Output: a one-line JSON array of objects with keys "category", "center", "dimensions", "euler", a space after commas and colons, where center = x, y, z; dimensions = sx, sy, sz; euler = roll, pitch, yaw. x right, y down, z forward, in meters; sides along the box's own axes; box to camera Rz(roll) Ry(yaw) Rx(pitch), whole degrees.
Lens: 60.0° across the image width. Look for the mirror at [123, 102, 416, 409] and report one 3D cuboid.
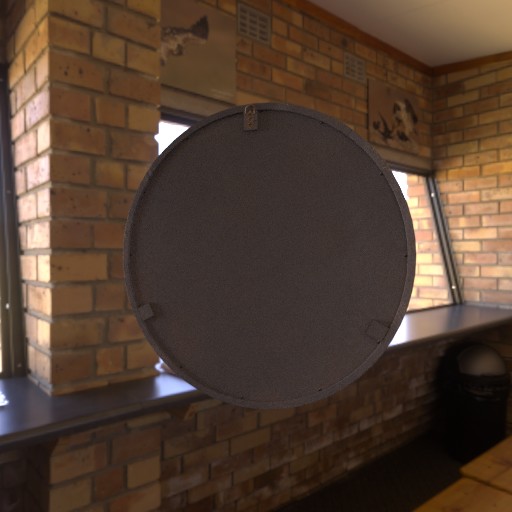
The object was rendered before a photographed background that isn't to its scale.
[{"category": "mirror", "center": [0.000, 0.000, 1.046], "dimensions": [0.710, 0.710, 0.038], "euler": [0, 0, 18]}]
